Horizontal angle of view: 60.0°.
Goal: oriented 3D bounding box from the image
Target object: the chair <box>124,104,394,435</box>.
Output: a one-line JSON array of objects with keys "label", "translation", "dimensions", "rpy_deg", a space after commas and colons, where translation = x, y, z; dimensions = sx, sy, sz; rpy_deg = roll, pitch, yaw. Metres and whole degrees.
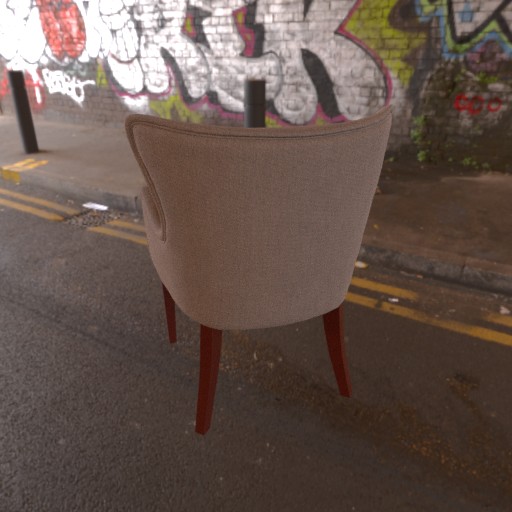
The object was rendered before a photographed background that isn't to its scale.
[{"label": "chair", "translation": [0.000, 0.000, 1.437], "dimensions": [0.732, 0.948, 0.677], "rpy_deg": [-8, 26, -17]}]
